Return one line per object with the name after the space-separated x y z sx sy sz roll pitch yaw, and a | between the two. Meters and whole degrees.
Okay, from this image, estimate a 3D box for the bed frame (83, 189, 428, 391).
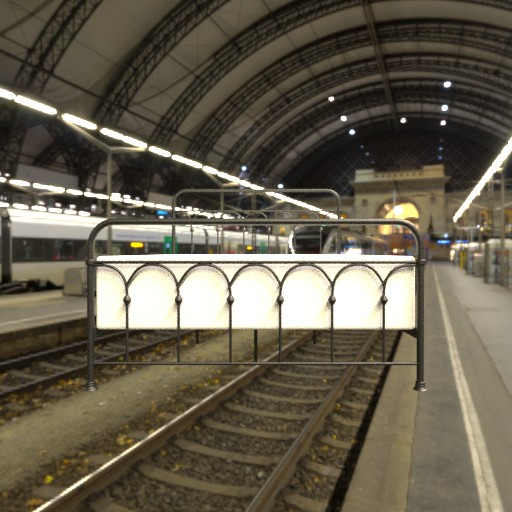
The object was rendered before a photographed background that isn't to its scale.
0.000 0.000 3.209 1.664 1.276 2.203 0 0 0 | bed frame
